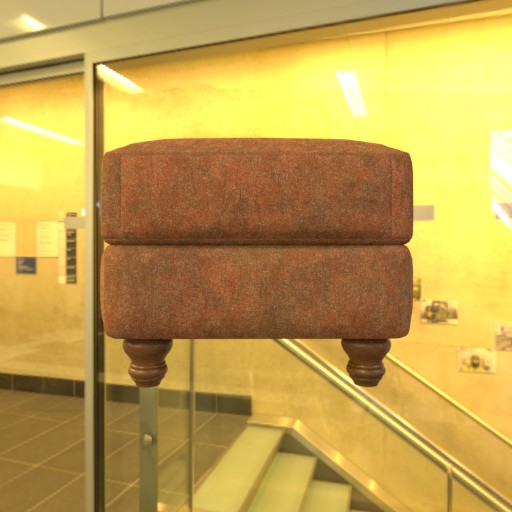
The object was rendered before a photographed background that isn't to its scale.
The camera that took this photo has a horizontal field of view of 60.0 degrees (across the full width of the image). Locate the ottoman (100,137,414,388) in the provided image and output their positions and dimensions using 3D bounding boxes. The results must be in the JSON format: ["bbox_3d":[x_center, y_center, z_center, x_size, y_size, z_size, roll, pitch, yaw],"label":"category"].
[{"bbox_3d":[0.000,0.000,1.176,0.635,0.508,0.787,0,0,0],"label":"ottoman"}]
